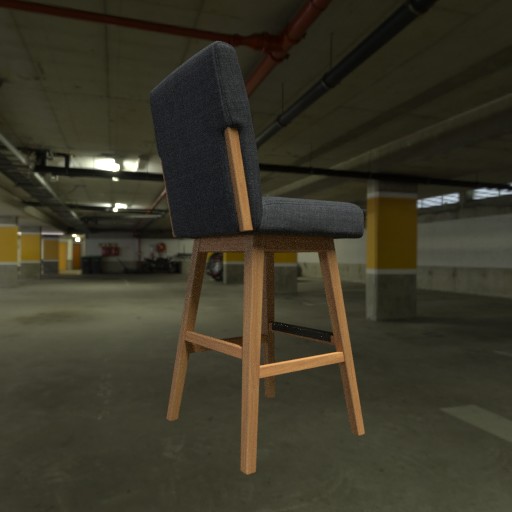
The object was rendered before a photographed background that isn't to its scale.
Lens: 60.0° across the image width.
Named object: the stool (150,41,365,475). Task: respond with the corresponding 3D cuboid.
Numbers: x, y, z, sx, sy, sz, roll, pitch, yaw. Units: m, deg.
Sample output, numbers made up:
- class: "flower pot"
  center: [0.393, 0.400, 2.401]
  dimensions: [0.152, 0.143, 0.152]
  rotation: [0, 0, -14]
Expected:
- class: "stool"
  center: [0.000, 0.000, 1.434]
  dimensions: [0.570, 1.112, 0.483]
  rotation: [0, 0, -36]
